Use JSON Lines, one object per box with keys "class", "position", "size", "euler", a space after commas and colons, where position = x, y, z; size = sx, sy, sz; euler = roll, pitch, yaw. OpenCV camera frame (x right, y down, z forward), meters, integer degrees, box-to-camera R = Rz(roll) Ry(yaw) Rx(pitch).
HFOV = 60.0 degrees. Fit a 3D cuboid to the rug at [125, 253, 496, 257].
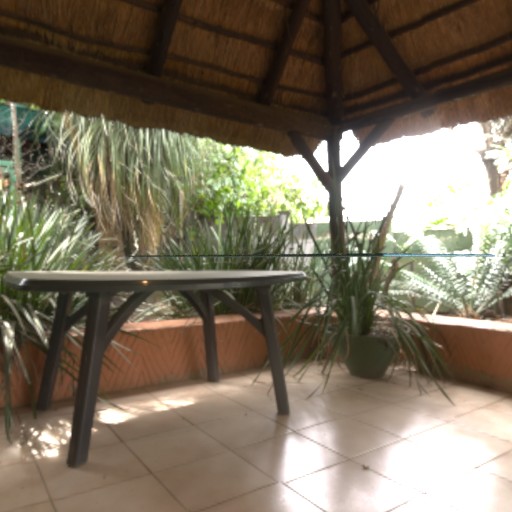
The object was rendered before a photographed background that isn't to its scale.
{"class": "rug", "position": [0.000, 0.000, 2.376], "size": [0.662, 0.011, 2.196], "euler": [0, 0, -36]}
